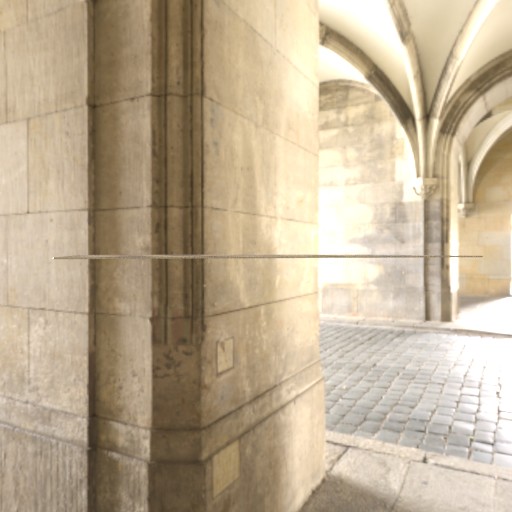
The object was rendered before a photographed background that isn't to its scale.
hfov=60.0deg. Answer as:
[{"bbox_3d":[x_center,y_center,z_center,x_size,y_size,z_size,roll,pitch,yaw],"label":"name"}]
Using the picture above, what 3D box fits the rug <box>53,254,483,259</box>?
[{"bbox_3d":[0.000,0.000,2.320,1.813,0.006,1.202,0,1,-18],"label":"rug"}]
